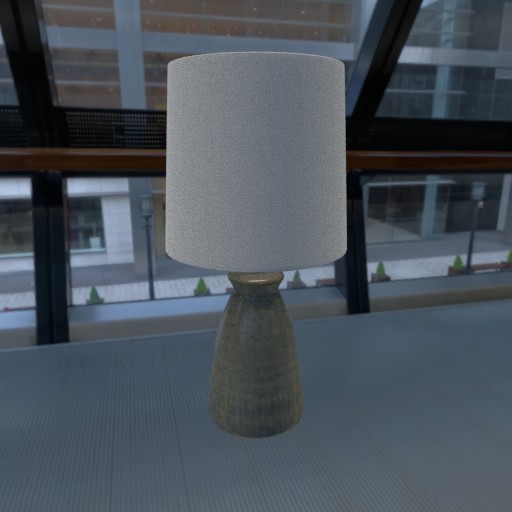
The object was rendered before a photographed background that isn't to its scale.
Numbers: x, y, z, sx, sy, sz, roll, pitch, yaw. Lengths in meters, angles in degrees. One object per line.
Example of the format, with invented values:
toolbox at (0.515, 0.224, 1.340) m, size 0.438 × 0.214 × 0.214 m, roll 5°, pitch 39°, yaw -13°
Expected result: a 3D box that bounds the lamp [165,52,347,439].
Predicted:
lamp at (0.000, 0.000, 0.467) m, size 0.186 × 0.369 × 0.186 m, roll 0°, pitch 15°, yaw 0°
